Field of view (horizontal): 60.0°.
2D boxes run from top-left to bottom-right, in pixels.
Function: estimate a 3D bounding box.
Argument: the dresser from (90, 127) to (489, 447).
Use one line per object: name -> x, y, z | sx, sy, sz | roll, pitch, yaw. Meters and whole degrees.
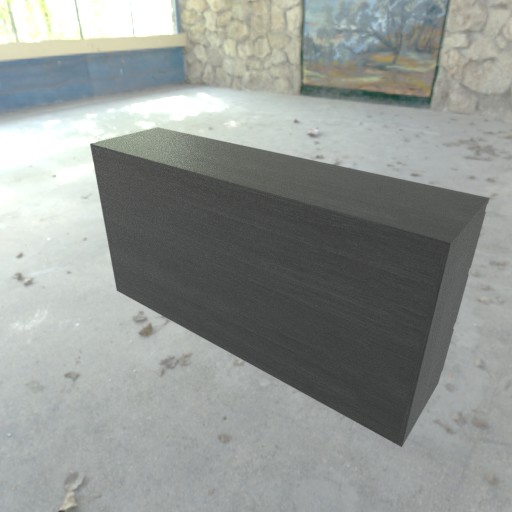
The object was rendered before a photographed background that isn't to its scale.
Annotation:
dresser -> 0.000, 0.000, 1.904 | 1.590, 0.795, 0.400 | 21, 35, 33
